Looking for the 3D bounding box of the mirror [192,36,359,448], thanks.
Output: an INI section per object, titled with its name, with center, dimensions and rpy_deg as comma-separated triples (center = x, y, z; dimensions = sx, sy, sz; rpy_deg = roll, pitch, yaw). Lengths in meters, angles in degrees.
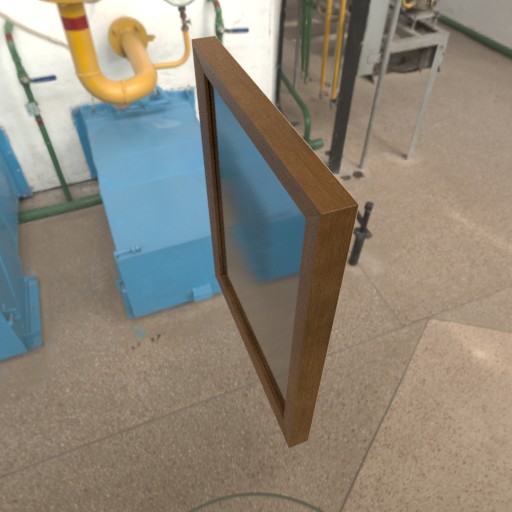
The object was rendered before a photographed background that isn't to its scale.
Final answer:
[mirror]
center = 0.000, 0.000, 0.684
dimensions = 0.041, 0.508, 0.405
rpy_deg = -16, 48, -14
